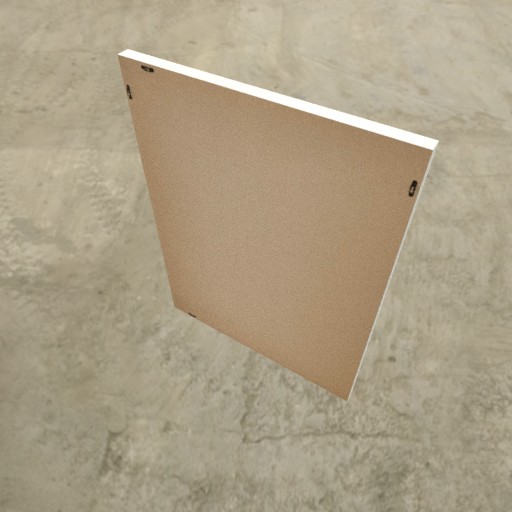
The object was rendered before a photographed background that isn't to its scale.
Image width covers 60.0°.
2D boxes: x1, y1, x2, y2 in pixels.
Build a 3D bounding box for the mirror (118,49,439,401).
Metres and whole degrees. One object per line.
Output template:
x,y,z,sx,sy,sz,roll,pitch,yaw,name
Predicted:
0.000,0.000,1.306,0.762,1.016,0.041,25,52,21,mirror
